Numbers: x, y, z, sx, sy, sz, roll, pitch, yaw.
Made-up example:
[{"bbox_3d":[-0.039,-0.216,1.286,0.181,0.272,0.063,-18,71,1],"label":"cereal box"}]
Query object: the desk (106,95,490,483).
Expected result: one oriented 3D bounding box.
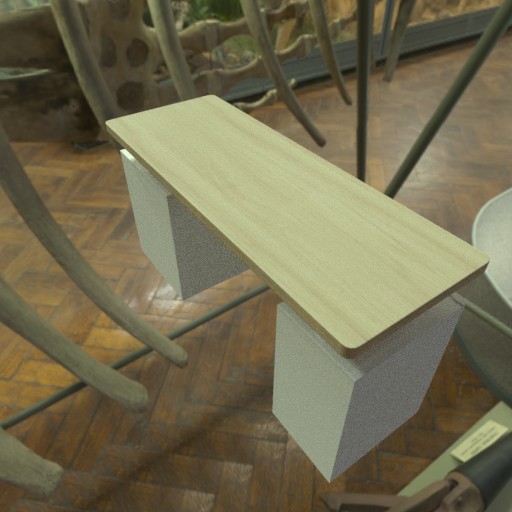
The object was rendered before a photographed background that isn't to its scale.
[{"bbox_3d":[0.000,0.000,1.813,0.550,0.755,1.500,-25,46,-26],"label":"desk"}]
